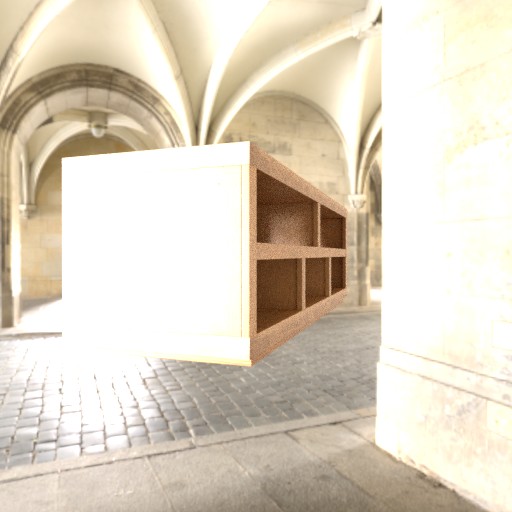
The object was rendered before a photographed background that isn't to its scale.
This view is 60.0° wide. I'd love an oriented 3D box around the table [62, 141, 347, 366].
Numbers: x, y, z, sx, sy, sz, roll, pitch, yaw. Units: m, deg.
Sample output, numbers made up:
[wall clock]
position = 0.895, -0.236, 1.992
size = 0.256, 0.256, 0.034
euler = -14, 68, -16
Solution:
[table]
position = 0.000, 0.000, 1.725
size = 0.499, 0.491, 1.499
euler = 0, 0, 19
